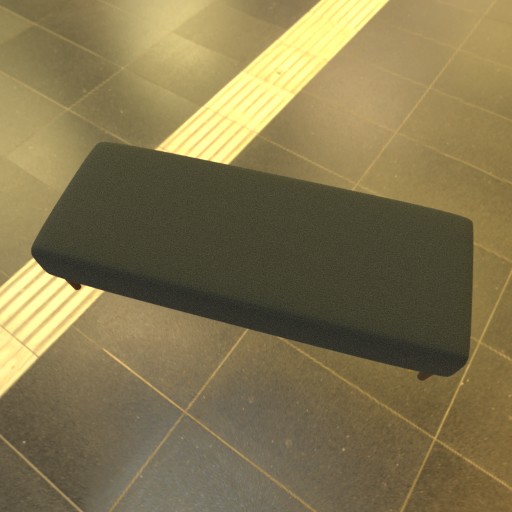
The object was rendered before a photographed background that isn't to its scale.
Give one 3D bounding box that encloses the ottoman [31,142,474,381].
[{"bbox_3d":[0.000,0.000,1.834,1.609,0.393,0.646,13,60,8],"label":"ottoman"}]
